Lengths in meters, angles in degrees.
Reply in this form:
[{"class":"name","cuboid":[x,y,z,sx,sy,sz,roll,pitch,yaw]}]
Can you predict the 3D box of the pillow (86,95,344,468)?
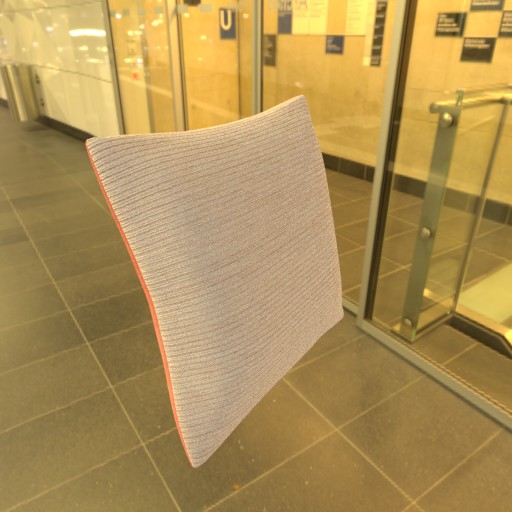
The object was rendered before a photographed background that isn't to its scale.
[{"class":"pillow","cuboid":[0.000,0.000,0.653,0.177,0.401,0.424,18,32,32]}]
